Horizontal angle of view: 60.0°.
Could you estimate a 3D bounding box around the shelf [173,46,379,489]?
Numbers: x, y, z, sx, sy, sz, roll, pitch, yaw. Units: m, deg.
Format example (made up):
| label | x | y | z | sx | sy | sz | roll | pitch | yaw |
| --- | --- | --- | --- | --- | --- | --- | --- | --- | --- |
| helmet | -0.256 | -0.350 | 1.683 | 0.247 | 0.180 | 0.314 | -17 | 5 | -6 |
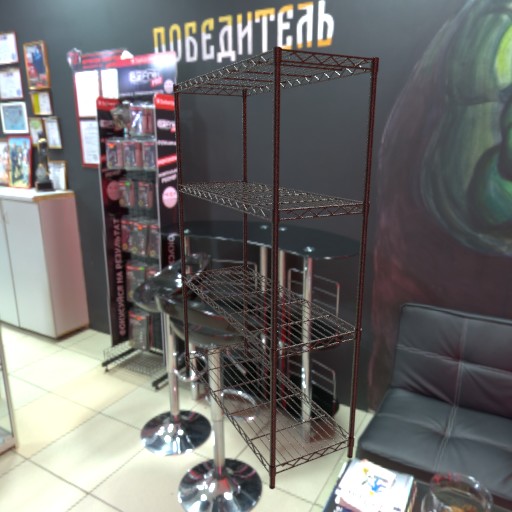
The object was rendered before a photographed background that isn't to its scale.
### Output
| label | x | y | z | sx | sy | sz | roll | pitch | yaw |
| --- | --- | --- | --- | --- | --- | --- | --- | --- | --- |
| shelf | 0.000 | 0.000 | 1.770 | 0.352 | 1.361 | 0.907 | -7 | 16 | -26 |
